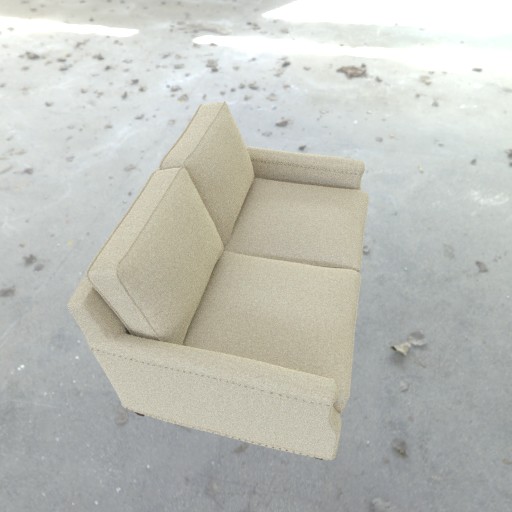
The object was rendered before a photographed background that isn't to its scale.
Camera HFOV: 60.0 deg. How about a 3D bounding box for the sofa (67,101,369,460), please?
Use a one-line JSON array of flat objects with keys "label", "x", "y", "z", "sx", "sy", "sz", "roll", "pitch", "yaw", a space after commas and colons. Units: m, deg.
[{"label": "sofa", "x": 0.000, "y": 0.000, "z": 2.277, "sx": 1.084, "sy": 1.003, "sz": 1.597, "roll": 10, "pitch": 46, "yaw": 10}]
